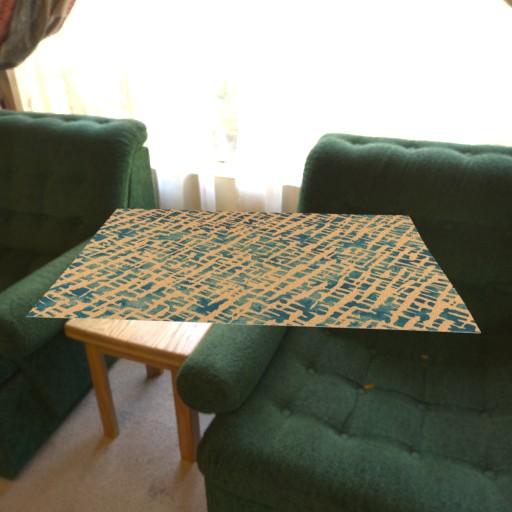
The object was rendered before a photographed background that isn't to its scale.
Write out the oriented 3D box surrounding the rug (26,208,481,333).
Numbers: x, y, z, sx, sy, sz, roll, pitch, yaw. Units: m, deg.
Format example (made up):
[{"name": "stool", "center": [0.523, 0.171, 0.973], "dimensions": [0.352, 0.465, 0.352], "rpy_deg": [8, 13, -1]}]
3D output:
[{"name": "rug", "center": [0.000, 0.000, 3.037], "dimensions": [2.447, 0.011, 1.520], "rpy_deg": [2, 29, 3]}]
